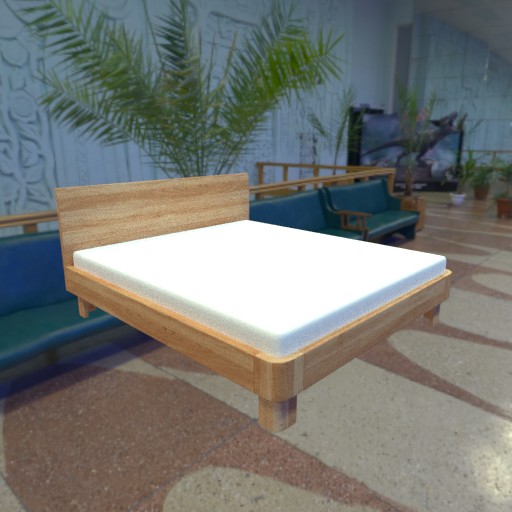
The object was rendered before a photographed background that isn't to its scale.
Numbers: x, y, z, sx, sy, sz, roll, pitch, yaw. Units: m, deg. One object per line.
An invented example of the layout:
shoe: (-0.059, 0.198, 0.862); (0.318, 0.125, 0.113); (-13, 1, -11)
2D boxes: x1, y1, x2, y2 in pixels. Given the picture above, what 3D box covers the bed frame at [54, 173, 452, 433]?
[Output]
bed frame: (0.000, 0.000, 3.144); (2.092, 0.940, 1.872); (14, 21, 42)
